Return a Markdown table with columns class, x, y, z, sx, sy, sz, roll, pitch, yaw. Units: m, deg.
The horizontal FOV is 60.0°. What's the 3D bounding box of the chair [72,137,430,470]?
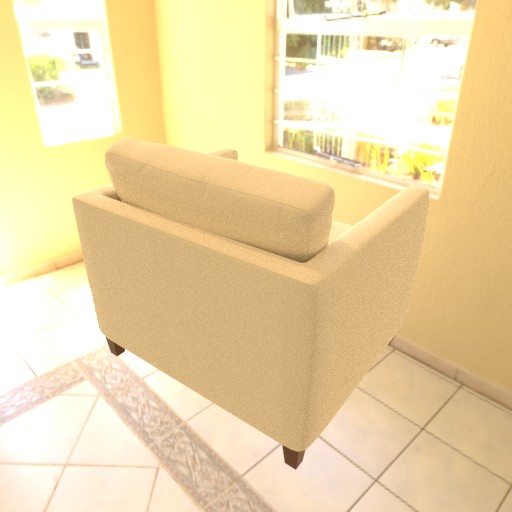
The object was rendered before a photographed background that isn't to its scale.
| class | x | y | z | sx | sy | sz | roll | pitch | yaw |
| --- | --- | --- | --- | --- | --- | --- | --- | --- | --- |
| chair | 0.000 | 0.000 | 1.700 | 1.019 | 0.885 | 0.878 | 19 | 34 | 32 |
